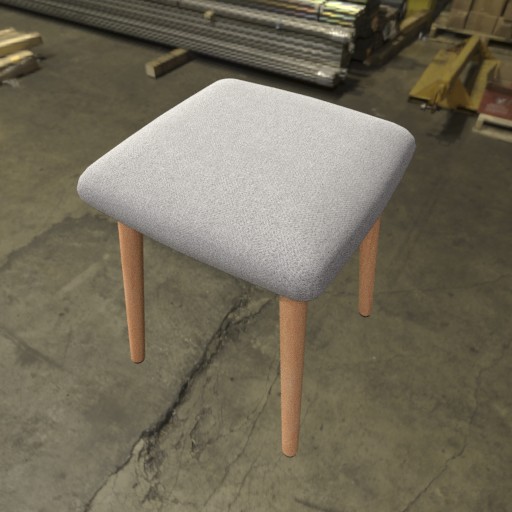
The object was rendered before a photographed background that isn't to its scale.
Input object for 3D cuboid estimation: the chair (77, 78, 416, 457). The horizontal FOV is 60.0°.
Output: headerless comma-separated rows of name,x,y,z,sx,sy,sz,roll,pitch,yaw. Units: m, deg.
chair,0.000,0.000,0.709,0.350,0.440,0.350,24,51,21
